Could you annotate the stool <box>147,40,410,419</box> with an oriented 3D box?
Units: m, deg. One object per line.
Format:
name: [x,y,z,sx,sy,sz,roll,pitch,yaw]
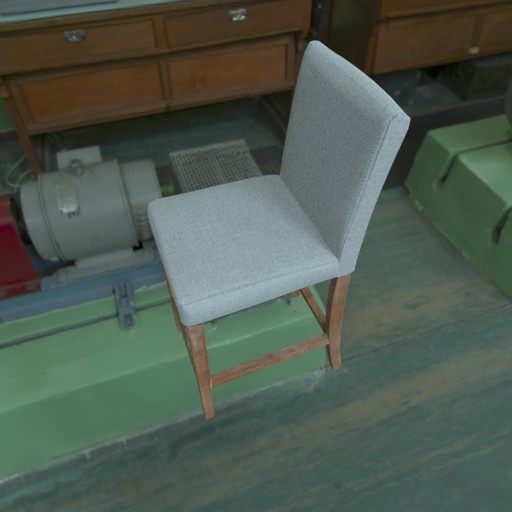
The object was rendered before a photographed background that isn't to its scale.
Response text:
stool: [0.000,0.000,1.386,0.570,1.088,0.439,-16,49,-14]
